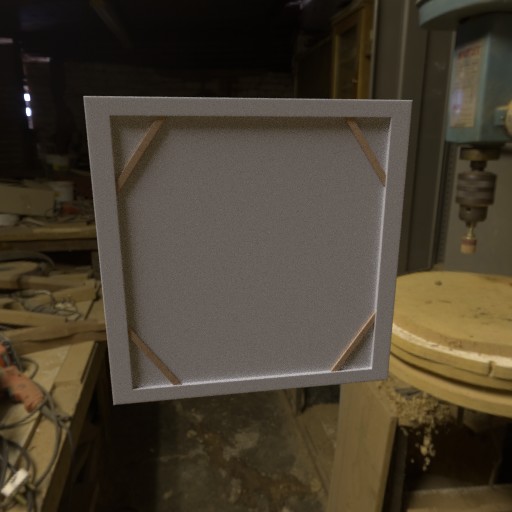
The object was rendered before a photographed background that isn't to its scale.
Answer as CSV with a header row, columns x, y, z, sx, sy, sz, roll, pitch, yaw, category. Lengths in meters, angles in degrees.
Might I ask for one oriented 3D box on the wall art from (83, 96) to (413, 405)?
x,y,z,sx,sy,sz,roll,pitch,yaw,category
0.000,0.000,0.911,0.610,0.610,0.038,-2,16,-9,wall art
